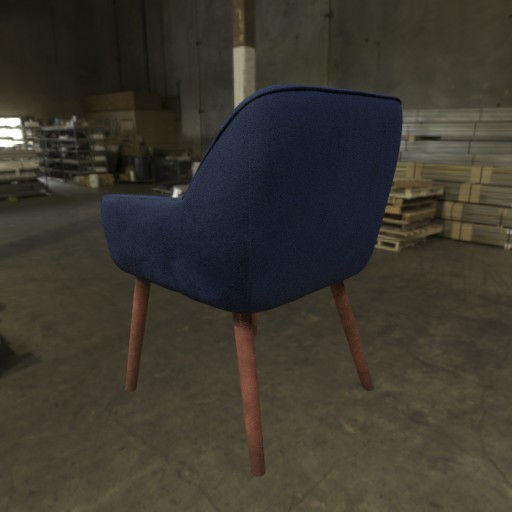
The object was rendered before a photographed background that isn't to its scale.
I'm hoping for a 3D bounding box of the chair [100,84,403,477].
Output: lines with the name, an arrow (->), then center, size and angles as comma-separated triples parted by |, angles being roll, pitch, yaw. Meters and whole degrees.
chair -> 0.000, 0.000, 1.210 | 0.600, 0.820, 0.600 | 14, 21, 42
